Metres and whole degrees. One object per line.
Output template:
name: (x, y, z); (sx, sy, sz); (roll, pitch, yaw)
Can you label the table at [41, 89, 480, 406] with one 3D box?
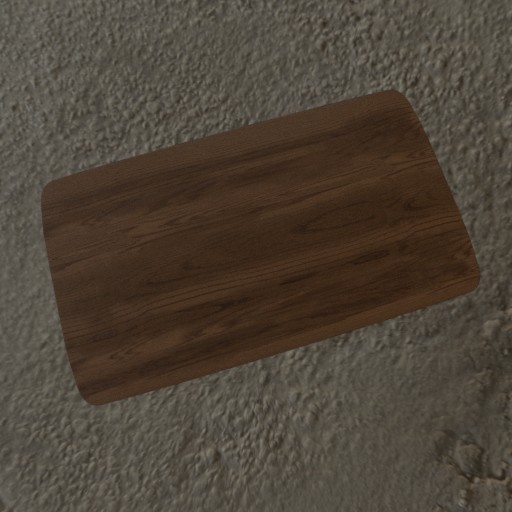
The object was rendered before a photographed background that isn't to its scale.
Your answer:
table: (0.000, 0.000, 2.154); (1.643, 0.765, 0.949); (-16, 77, -4)
